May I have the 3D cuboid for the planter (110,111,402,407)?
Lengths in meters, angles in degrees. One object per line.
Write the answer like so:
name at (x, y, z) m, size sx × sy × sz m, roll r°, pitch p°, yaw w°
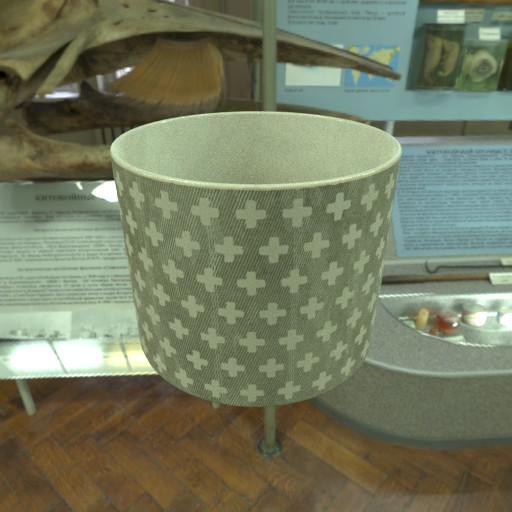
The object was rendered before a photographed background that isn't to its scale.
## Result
planter at (0.000, 0.000, 0.343) m, size 0.190 × 0.181 × 0.190 m, roll 0°, pitch 29°, yaw 0°
